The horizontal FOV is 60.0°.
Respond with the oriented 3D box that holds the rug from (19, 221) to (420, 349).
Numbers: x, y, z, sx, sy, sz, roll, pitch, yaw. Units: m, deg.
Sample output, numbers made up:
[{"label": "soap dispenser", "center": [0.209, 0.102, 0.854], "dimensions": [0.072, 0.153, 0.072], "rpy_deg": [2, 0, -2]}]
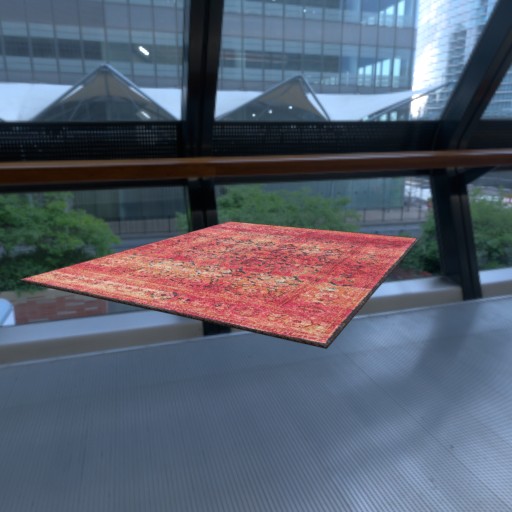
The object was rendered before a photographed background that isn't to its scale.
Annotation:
[{"label": "rug", "center": [0.000, 0.000, 4.045], "dimensions": [2.411, 0.020, 3.032], "rpy_deg": [7, 16, 27]}]
